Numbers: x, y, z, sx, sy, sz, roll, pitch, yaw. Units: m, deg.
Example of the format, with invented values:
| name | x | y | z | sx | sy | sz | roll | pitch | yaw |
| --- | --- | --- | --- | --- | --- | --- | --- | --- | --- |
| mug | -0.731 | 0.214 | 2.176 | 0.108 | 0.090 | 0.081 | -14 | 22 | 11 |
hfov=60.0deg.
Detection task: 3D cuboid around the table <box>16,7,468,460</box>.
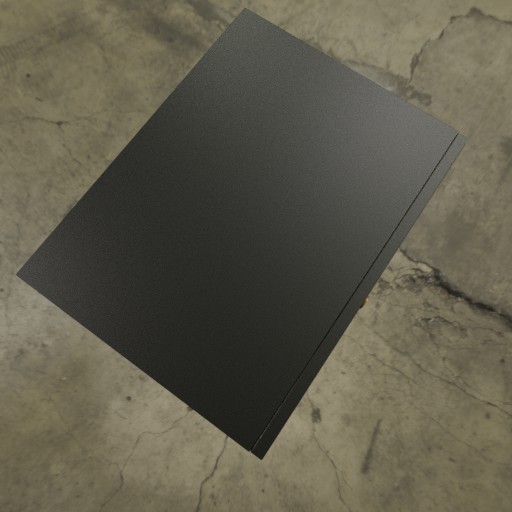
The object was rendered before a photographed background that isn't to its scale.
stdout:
| name | x | y | z | sx | sy | sz | roll | pitch | yaw |
| --- | --- | --- | --- | --- | --- | --- | --- | --- | --- |
| table | 0.000 | 0.000 | 0.940 | 0.441 | 0.584 | 0.564 | 34 | 78 | 8 |
